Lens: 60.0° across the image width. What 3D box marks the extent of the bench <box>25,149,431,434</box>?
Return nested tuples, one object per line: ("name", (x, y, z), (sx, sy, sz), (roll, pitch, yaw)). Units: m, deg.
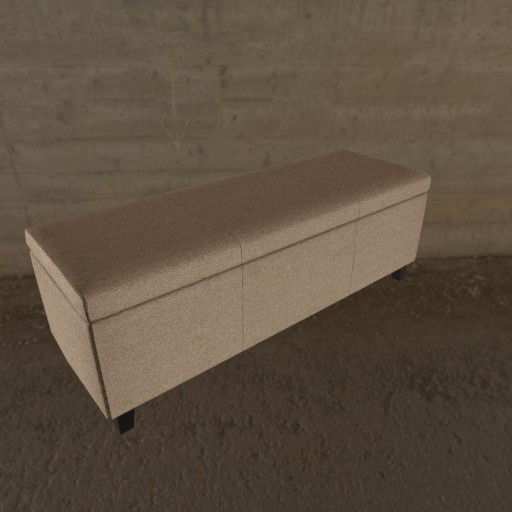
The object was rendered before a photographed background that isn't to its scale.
("bench", (0.000, 0.000, 1.466), (1.269, 0.438, 0.446), (-21, 35, -33))
